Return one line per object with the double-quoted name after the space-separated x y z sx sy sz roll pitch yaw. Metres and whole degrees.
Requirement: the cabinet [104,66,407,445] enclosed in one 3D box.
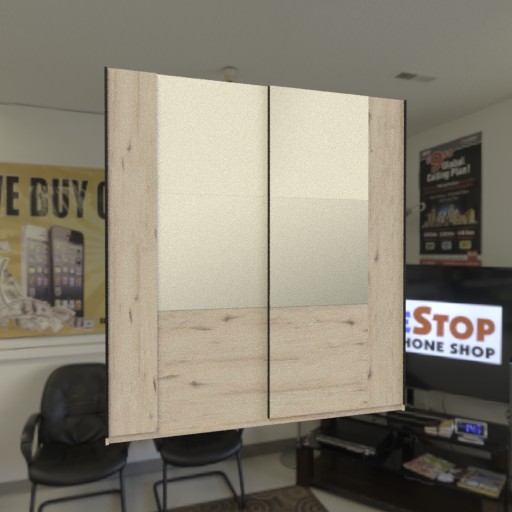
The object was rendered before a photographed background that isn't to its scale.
0.000 0.000 3.143 2.000 2.180 0.660 0 1 -16 "cabinet"
